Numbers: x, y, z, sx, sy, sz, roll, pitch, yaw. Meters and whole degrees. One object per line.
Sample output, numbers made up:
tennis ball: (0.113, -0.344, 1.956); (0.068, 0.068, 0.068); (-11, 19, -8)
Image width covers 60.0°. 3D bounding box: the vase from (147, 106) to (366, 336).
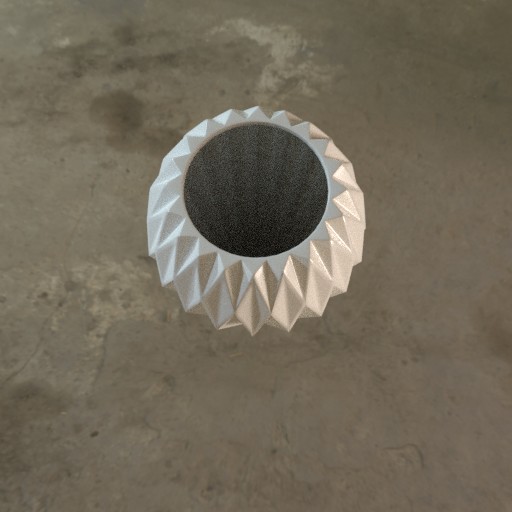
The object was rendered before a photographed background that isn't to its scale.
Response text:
vase: (0.000, 0.000, 0.340); (0.133, 0.263, 0.133); (0, 75, 0)
